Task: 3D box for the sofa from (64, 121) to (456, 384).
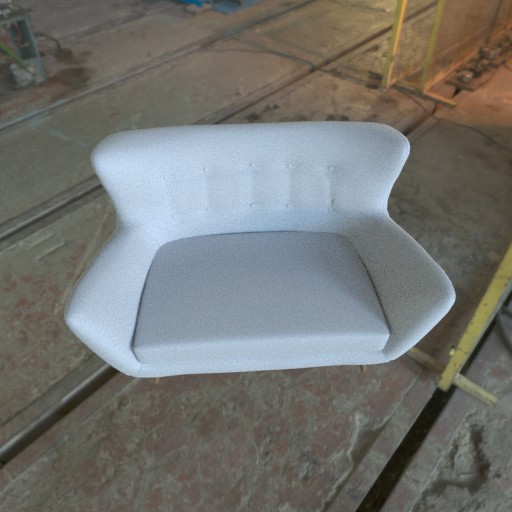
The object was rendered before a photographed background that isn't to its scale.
[{"bbox_3d":[0.000,0.000,1.985,1.424,0.878,0.921,-3,46,-3],"label":"sofa"}]
